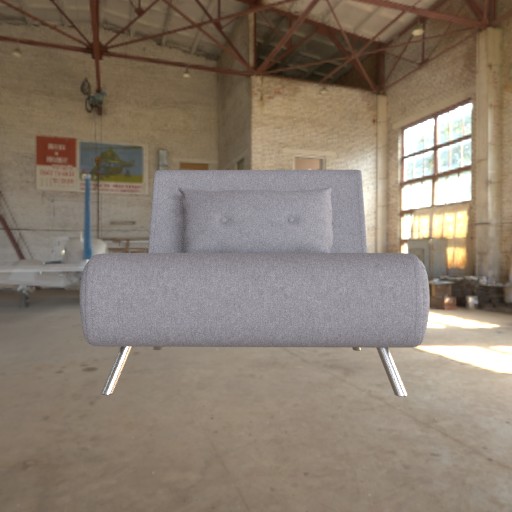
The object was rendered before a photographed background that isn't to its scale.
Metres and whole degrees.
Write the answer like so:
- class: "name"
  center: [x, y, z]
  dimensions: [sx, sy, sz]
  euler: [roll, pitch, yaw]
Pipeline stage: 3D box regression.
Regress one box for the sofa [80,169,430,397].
- class: "sofa"
  center: [0.000, 0.000, 1.741]
  dimensions: [1.020, 0.825, 1.000]
  euler: [0, 0, 1]
